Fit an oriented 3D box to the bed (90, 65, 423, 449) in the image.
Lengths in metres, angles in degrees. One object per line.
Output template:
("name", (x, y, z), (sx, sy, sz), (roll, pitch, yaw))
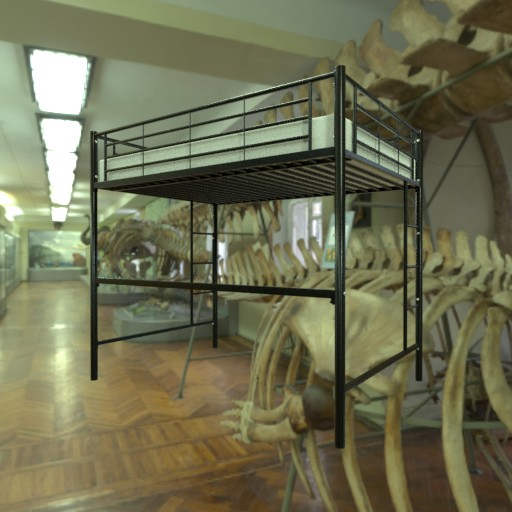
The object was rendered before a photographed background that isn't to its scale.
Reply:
("bed", (0.000, 0.000, 3.212), (1.994, 1.803, 1.397), (0, 0, 35))
